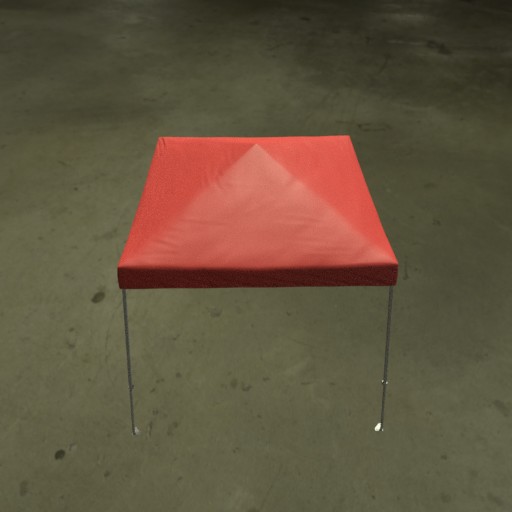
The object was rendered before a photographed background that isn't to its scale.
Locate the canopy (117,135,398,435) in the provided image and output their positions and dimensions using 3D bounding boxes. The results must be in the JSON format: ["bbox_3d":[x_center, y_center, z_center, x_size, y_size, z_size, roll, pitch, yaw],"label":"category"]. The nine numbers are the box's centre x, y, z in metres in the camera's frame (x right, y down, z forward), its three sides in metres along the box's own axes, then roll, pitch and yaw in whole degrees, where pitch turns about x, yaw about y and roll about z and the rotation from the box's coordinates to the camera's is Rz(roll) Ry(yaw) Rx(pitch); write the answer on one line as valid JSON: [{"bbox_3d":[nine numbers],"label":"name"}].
[{"bbox_3d":[0.000,0.000,5.160,2.848,2.849,2.849,-1,41,-1],"label":"canopy"}]
